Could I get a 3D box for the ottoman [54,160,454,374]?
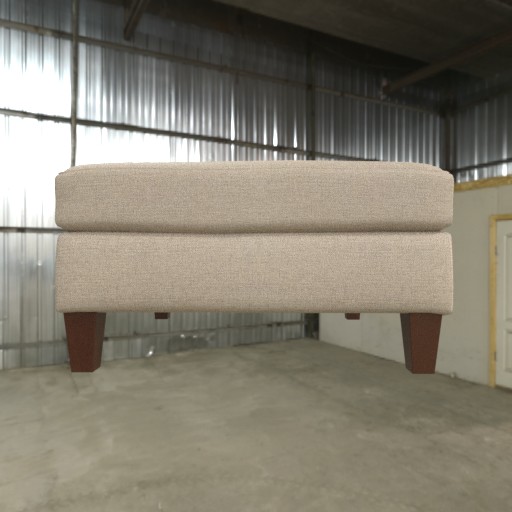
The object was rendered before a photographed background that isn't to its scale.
[{"bbox_3d":[0.000,0.000,1.310,0.838,0.481,0.838,0,1,1],"label":"ottoman"}]
